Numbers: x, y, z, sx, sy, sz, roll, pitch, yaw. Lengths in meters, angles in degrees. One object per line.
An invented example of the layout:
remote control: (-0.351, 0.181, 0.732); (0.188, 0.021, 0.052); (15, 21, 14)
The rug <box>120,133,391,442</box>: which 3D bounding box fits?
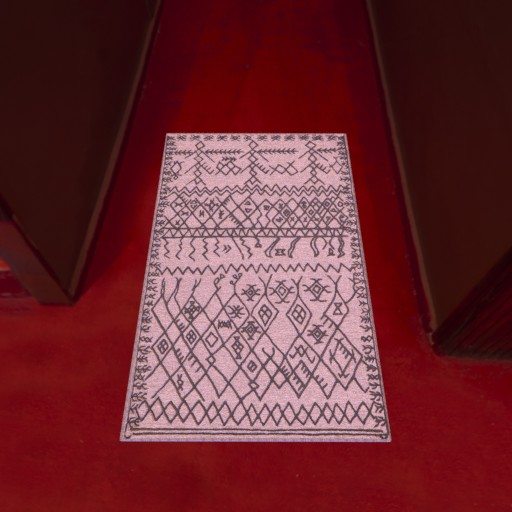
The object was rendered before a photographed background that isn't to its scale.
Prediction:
rug: (0.000, 0.000, 3.129); (1.526, 0.012, 2.444); (0, 58, 0)
